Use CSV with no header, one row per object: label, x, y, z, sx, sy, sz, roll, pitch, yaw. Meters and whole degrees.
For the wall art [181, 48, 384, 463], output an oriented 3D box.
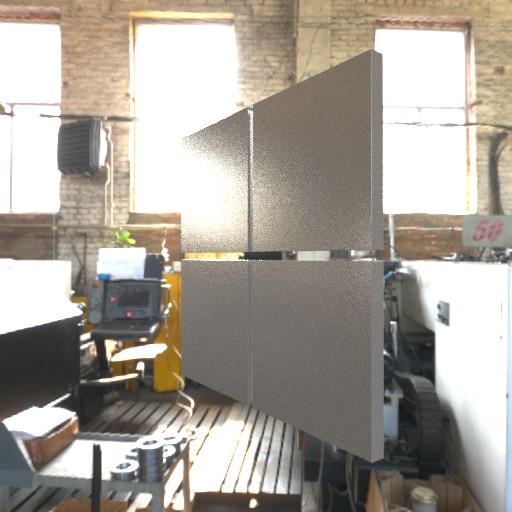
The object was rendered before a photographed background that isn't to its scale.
wall art,0.000,0.000,0.908,0.029,0.611,0.611,0,0,-37
